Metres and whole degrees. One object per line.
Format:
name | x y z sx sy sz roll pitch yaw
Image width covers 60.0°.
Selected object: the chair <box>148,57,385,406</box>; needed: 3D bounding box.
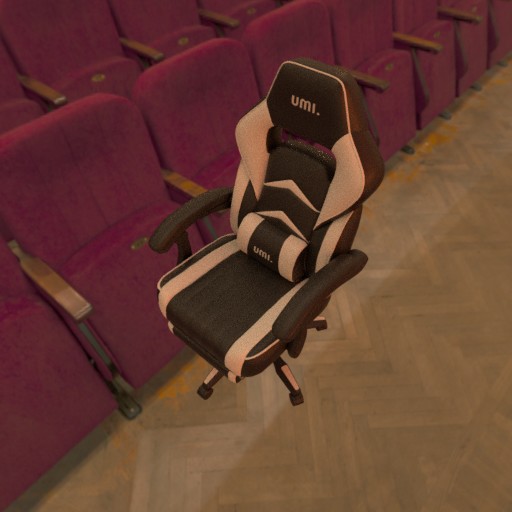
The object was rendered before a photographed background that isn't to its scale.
chair | 0.000 0.000 1.611 0.676 1.200 0.700 32 54 27
